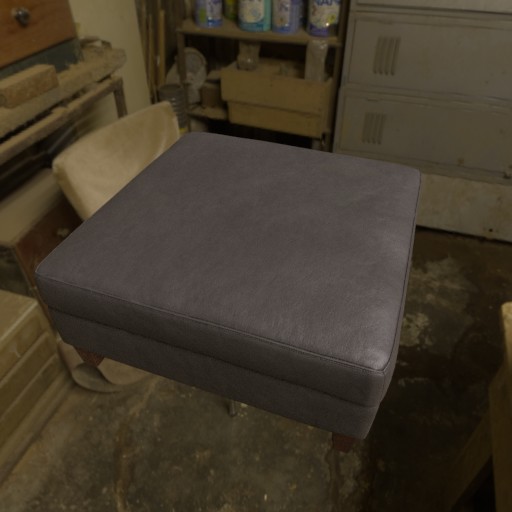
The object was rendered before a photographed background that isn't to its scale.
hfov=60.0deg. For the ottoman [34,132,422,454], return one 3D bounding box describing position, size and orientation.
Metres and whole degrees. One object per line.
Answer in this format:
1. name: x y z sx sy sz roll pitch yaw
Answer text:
1. ottoman: 0.000 0.000 1.295 0.836 0.415 0.844 13 42 15
